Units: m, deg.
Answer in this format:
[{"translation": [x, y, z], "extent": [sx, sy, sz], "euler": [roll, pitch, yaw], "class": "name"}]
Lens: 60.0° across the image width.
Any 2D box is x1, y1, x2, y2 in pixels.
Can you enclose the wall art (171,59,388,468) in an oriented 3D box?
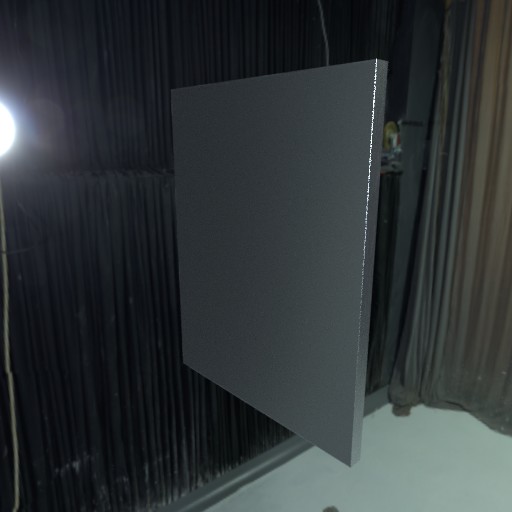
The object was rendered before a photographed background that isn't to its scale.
[{"translation": [0.000, 0.000, 0.760], "extent": [0.025, 0.569, 0.444], "euler": [-13, 20, -41], "class": "wall art"}]
